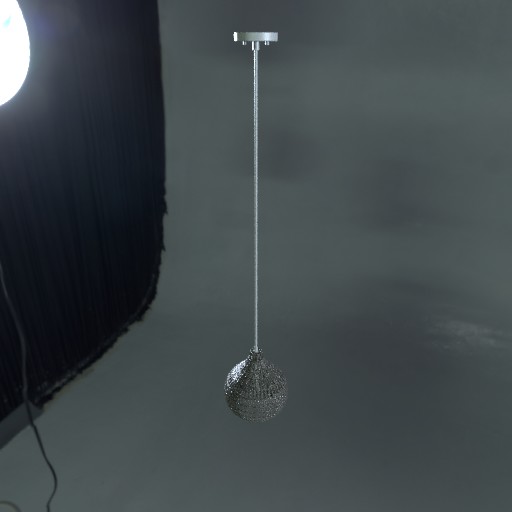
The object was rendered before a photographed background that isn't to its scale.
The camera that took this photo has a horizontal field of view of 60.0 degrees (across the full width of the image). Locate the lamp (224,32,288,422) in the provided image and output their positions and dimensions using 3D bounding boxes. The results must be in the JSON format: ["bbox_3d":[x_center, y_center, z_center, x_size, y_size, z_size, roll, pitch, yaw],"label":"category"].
[{"bbox_3d":[0.000,0.000,2.132,0.355,1.919,0.355,8,27,17],"label":"lamp"}]
